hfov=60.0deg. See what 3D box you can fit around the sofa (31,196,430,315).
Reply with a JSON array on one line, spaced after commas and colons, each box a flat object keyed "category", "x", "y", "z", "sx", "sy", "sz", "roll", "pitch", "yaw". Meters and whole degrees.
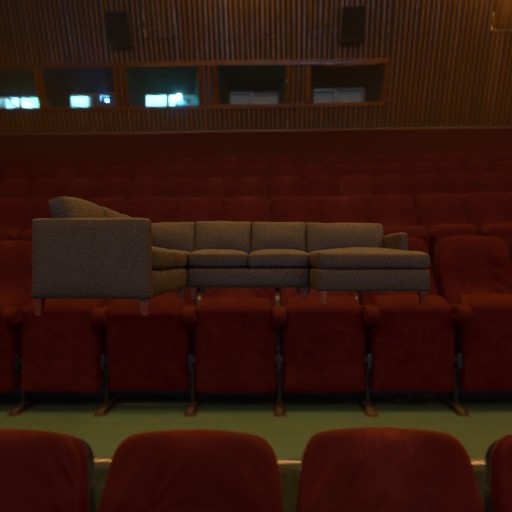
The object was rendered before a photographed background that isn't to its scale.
[{"category": "sofa", "x": 0.000, "y": 0.000, "z": 4.643, "sx": 3.460, "sy": 0.961, "sz": 2.594, "roll": 0, "pitch": -1, "yaw": 1}]
